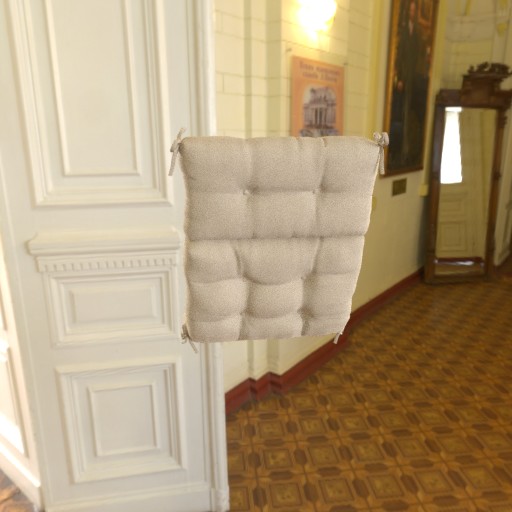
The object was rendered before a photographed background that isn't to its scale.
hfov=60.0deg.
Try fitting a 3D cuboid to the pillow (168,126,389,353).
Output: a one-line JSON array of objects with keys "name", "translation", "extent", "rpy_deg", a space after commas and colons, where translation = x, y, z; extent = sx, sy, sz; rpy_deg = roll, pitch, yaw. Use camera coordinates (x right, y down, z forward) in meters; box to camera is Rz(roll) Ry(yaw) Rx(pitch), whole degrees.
[{"name": "pillow", "translation": [0.000, 0.000, 1.570], "extent": [0.526, 0.863, 1.016], "rpy_deg": [-2, 15, -6]}]
